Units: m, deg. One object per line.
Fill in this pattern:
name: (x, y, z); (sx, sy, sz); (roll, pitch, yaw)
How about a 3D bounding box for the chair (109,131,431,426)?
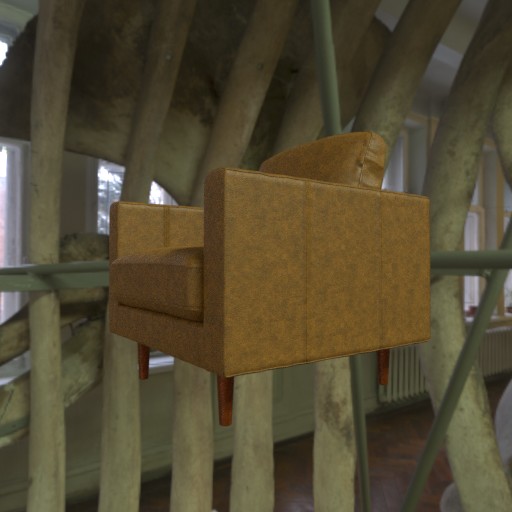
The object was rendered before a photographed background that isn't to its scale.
chair: (0.000, 0.000, 1.682); (0.909, 0.956, 0.890); (0, -1, -36)
